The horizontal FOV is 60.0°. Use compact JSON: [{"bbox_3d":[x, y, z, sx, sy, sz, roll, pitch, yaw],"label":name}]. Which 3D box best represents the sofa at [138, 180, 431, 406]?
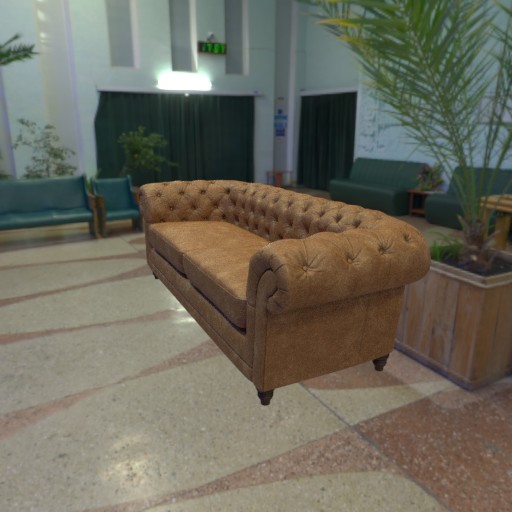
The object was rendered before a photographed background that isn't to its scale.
[{"bbox_3d":[0.000,0.000,2.811,0.989,0.760,2.365,-8,18,-25],"label":"sofa"}]
